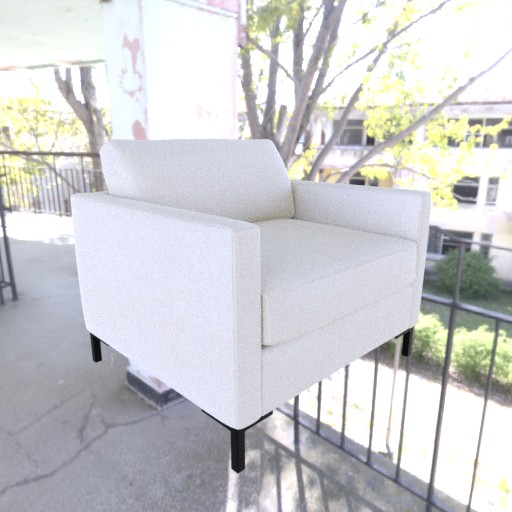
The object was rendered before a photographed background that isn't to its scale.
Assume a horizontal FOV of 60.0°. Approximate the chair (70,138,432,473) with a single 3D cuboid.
[{"bbox_3d":[0.000,0.000,1.573,0.964,0.806,0.875,-14,20,-42],"label":"chair"}]
